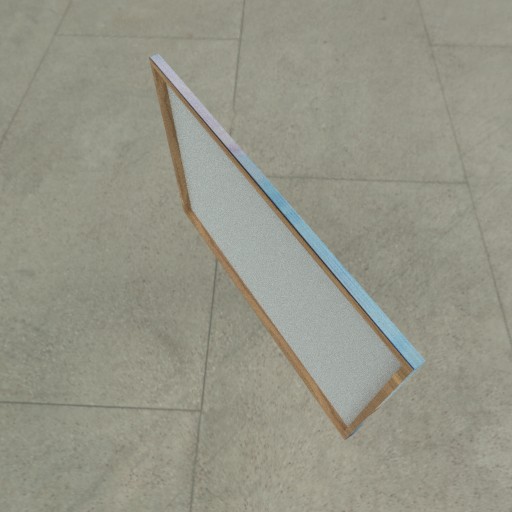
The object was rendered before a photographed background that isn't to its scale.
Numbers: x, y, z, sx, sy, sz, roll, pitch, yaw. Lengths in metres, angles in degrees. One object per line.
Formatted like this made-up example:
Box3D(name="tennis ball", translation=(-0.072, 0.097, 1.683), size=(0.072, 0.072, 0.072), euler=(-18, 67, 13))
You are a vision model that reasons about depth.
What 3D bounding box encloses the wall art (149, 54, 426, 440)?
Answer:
Box3D(name="wall art", translation=(0.000, 0.000, 0.748), size=(0.018, 0.402, 0.604), euler=(-29, 62, -17))
